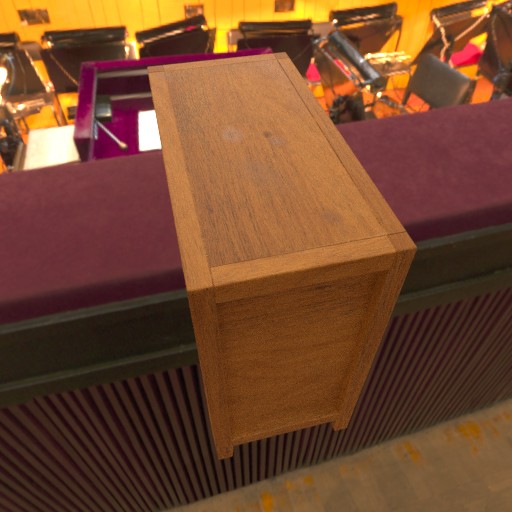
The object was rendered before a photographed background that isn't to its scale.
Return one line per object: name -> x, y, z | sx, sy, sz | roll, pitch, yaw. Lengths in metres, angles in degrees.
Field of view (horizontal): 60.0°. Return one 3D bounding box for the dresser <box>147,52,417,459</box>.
dresser -> 0.000, 0.000, 1.290 | 0.427, 0.804, 0.804 | -10, 49, -9
